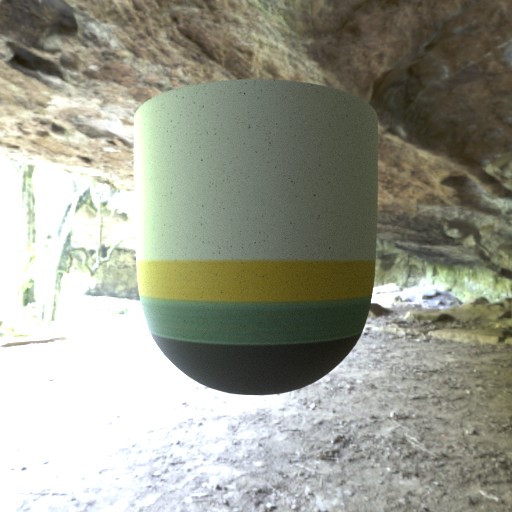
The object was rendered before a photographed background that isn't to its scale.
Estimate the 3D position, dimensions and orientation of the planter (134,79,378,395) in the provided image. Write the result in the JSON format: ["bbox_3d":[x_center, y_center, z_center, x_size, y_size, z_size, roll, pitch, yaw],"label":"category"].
[{"bbox_3d":[0.000,0.000,0.366,0.195,0.214,0.195,0,-1,0],"label":"planter"}]
